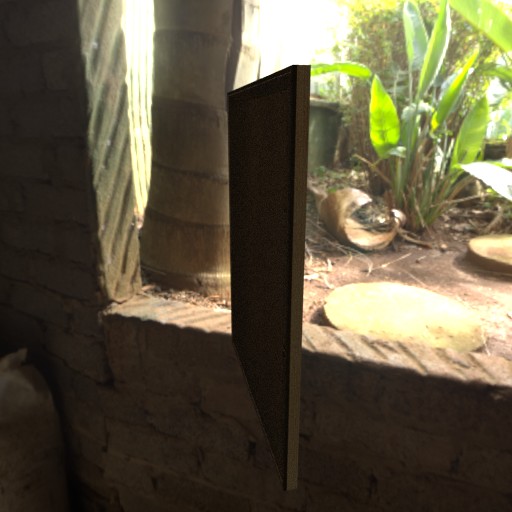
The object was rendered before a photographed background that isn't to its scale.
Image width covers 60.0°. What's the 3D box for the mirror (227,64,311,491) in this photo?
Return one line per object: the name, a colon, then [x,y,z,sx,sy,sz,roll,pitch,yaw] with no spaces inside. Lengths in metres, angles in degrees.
mirror: [0.000,0.000,1.210,0.032,0.882,0.730,-4,17,-12]
